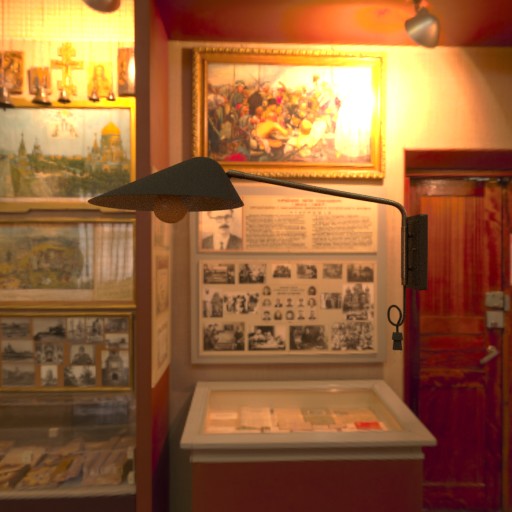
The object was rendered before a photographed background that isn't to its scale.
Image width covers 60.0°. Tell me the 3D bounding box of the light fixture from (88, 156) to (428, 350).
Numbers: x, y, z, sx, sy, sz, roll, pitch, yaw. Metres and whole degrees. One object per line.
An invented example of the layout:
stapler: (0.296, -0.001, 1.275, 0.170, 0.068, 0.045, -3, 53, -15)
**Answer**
light fixture: (0.000, 0.000, 0.702, 0.516, 0.312, 0.240, 0, 0, 0)
